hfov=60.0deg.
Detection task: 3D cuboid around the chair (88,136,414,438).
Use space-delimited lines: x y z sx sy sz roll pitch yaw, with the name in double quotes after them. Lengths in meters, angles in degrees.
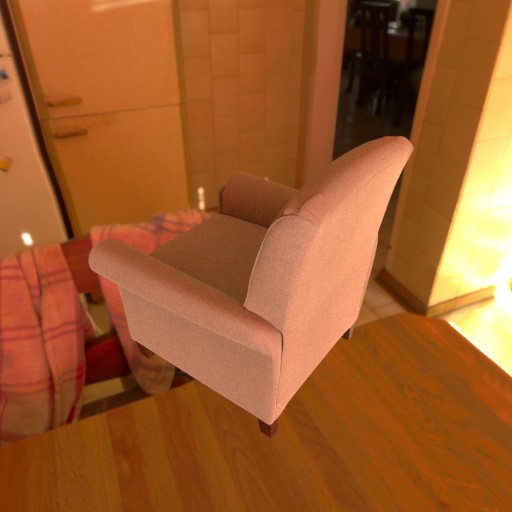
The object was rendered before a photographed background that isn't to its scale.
0.000 0.000 1.832 0.905 1.061 0.978 22 39 30 "chair"
